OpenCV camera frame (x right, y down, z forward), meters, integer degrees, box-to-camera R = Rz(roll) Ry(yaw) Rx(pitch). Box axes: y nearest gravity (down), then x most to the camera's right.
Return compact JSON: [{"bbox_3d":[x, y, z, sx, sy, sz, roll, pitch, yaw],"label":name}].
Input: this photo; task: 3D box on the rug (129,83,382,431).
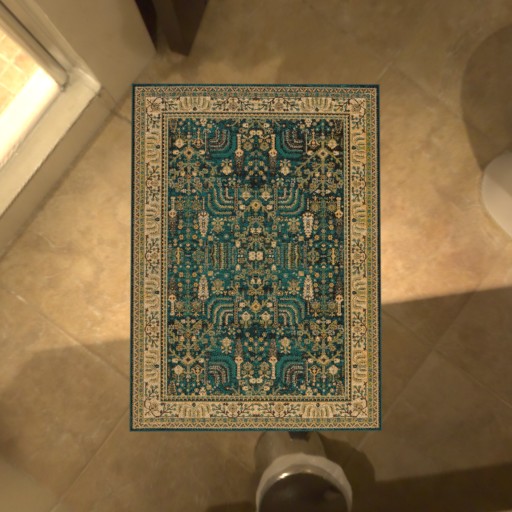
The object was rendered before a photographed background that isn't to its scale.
[{"bbox_3d":[0.000,0.000,2.823,1.594,0.013,2.213,0,89,0],"label":"rug"}]
